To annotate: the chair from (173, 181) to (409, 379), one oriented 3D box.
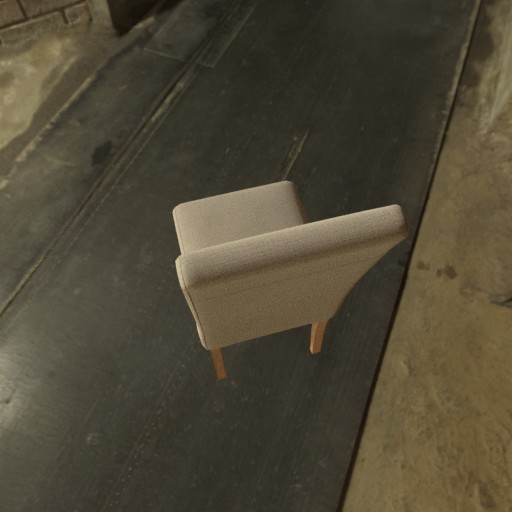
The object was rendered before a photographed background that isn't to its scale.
[{"bbox_3d":[0.000,0.000,1.363,0.450,1.033,0.611,-13,61,-8],"label":"chair"}]
